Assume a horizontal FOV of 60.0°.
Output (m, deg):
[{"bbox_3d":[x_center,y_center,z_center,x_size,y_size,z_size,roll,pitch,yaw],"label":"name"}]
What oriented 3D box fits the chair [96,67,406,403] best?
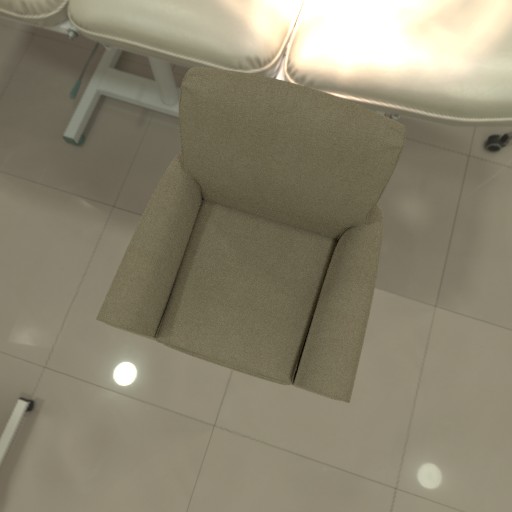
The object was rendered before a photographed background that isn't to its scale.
[{"bbox_3d":[0.000,0.000,1.784,0.978,1.061,0.905,17,76,4],"label":"chair"}]
